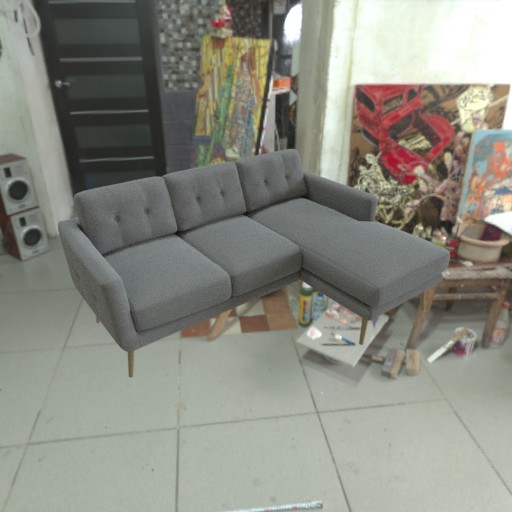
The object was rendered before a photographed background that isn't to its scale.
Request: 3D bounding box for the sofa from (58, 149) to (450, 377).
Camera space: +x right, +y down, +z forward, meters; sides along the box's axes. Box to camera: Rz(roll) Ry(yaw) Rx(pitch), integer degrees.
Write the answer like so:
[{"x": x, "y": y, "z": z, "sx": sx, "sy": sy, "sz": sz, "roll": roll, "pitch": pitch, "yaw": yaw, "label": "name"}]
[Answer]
[{"x": 0.000, "y": 0.000, "z": 2.849, "sx": 2.040, "sy": 0.860, "sz": 1.530, "roll": -20, "pitch": 34, "yaw": -32, "label": "sofa"}]
